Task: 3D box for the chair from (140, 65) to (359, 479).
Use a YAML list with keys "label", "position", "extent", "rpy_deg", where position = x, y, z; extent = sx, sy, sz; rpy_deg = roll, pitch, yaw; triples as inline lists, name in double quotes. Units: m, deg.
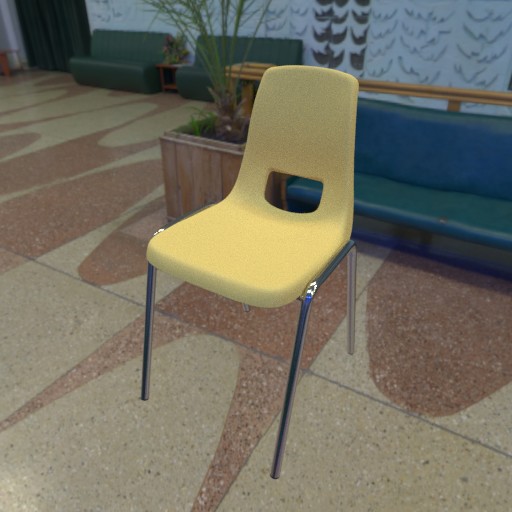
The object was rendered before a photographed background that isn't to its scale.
- label: "chair"
  position: [0.000, 0.000, 0.943]
  extent: [0.381, 0.704, 0.436]
  rpy_deg: [18, 35, 28]
